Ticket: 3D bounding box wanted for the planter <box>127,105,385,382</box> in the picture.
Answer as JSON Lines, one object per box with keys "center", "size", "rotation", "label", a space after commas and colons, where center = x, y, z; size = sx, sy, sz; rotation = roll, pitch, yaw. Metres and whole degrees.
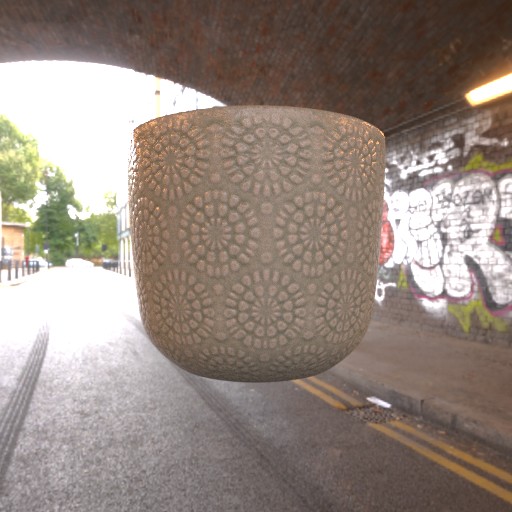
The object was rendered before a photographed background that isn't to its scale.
{"center": [0.000, 0.000, 0.221], "size": [0.124, 0.109, 0.124], "rotation": [0, 0, 0], "label": "planter"}
